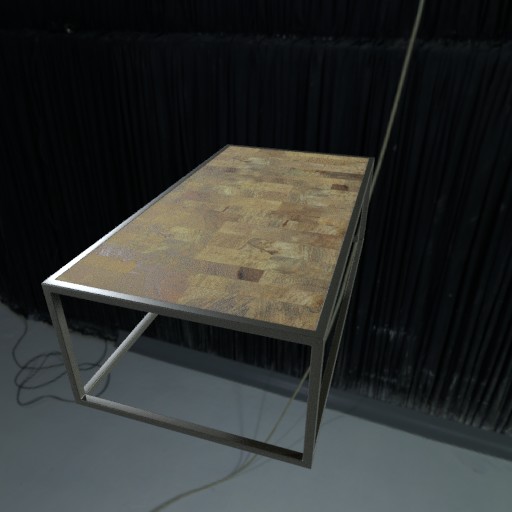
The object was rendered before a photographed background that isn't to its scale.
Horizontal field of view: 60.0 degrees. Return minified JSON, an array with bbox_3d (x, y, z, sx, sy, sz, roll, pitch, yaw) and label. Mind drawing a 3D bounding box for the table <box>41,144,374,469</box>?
[{"bbox_3d":[0.000,0.000,1.520,0.649,0.398,1.199,9,31,15],"label":"table"}]
